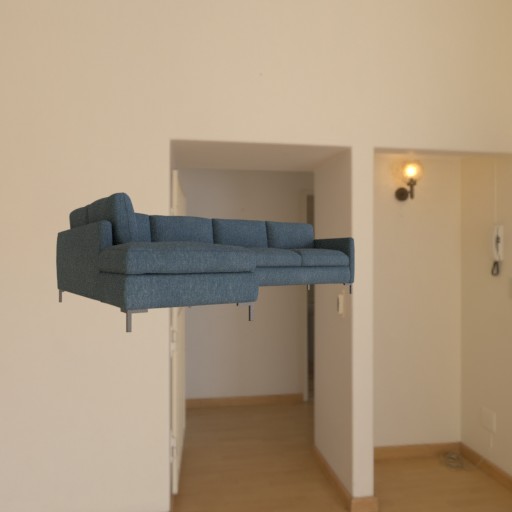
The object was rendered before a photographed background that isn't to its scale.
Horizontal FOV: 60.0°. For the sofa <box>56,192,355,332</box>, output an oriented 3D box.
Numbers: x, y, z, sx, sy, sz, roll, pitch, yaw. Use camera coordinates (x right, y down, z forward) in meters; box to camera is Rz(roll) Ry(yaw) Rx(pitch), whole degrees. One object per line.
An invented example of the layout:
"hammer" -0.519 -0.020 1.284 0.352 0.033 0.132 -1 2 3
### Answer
"sofa" 0.000 0.000 3.876 2.949 0.815 2.007 0 -1 -34
